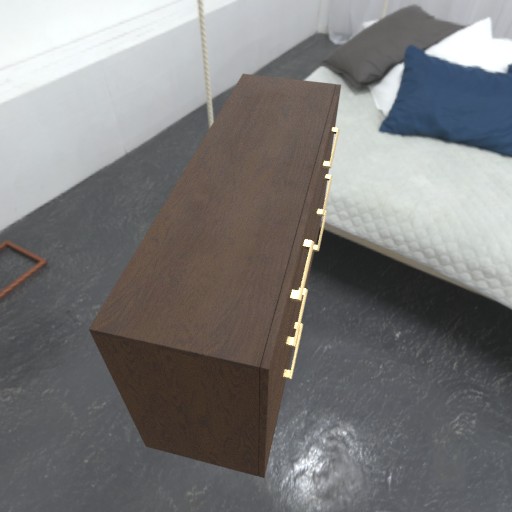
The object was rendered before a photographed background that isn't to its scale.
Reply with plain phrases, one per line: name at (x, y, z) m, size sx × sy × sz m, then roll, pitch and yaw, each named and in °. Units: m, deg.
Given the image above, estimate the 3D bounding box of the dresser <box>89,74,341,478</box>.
dresser at (0.000, 0.000, 1.931) m, size 0.512 × 0.889 × 1.523 m, roll 10°, pitch 48°, yaw 10°
